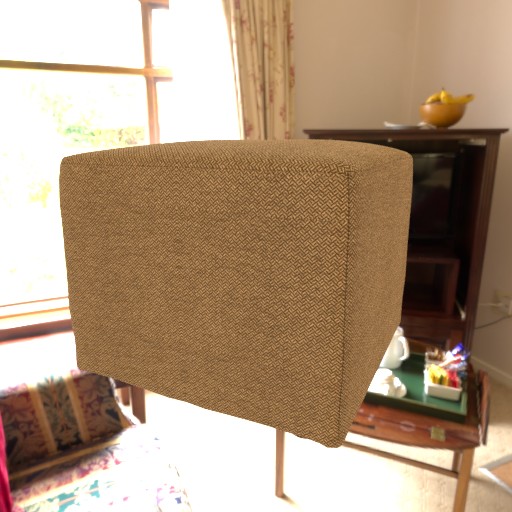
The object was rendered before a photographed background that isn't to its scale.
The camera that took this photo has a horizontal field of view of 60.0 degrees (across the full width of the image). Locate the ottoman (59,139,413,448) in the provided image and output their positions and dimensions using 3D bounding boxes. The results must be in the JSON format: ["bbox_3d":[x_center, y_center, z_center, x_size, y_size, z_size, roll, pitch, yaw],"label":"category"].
[{"bbox_3d":[0.000,0.000,0.890,0.519,0.453,0.512,7,16,26],"label":"ottoman"}]
